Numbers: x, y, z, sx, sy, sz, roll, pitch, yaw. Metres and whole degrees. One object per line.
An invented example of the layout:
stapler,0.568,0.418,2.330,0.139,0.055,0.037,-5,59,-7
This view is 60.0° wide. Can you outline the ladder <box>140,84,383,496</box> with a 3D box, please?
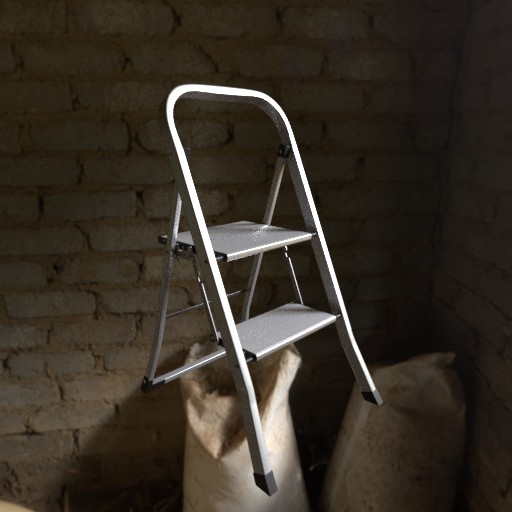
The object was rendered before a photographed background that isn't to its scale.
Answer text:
ladder,0.000,0.000,1.135,0.530,0.830,0.465,14,21,42
